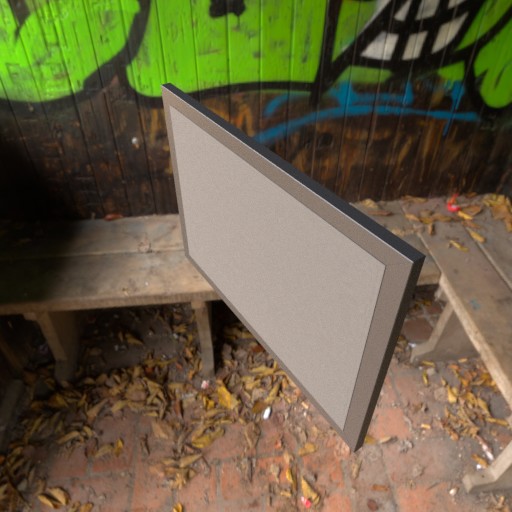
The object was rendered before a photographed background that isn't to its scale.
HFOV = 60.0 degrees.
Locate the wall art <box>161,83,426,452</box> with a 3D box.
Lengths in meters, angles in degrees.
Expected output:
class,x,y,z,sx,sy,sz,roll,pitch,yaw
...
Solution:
class,x,y,z,sx,sy,sz,roll,pitch,yaw
wall art,0.000,0.000,0.565,0.016,0.306,0.432,-24,47,-25
